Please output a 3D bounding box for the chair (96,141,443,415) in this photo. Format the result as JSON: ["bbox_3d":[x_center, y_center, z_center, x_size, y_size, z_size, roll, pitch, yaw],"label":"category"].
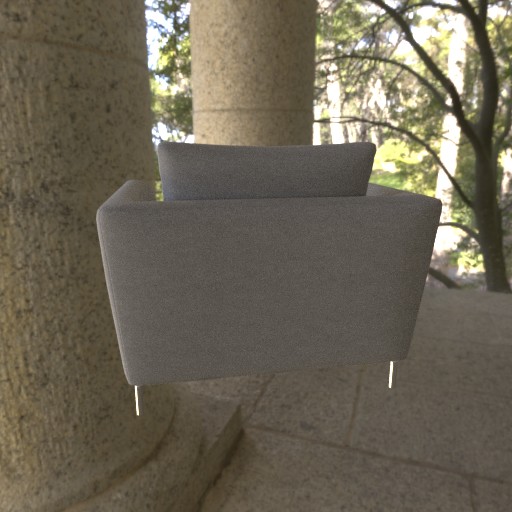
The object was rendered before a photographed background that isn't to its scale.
[{"bbox_3d":[0.000,0.000,1.730,1.041,0.864,0.889,-3,15,-10],"label":"chair"}]
